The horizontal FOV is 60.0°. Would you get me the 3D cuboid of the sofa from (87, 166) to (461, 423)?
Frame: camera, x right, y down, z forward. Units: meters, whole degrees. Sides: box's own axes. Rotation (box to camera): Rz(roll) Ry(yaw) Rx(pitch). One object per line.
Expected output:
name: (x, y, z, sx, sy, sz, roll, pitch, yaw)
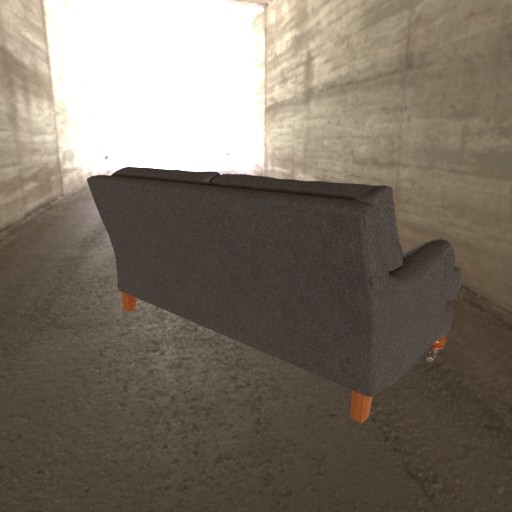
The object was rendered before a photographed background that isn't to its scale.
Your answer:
sofa: (0.000, 0.000, 2.749, 2.160, 1.054, 1.087, 13, 20, 42)
